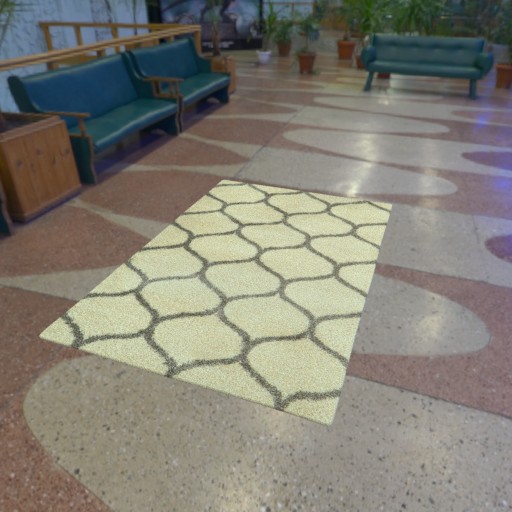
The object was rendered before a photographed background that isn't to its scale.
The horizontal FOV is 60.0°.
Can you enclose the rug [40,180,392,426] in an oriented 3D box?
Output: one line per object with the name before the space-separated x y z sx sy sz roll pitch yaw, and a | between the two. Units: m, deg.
rug | 0.000 0.000 3.481 1.801 0.026 2.701 11 33 18
